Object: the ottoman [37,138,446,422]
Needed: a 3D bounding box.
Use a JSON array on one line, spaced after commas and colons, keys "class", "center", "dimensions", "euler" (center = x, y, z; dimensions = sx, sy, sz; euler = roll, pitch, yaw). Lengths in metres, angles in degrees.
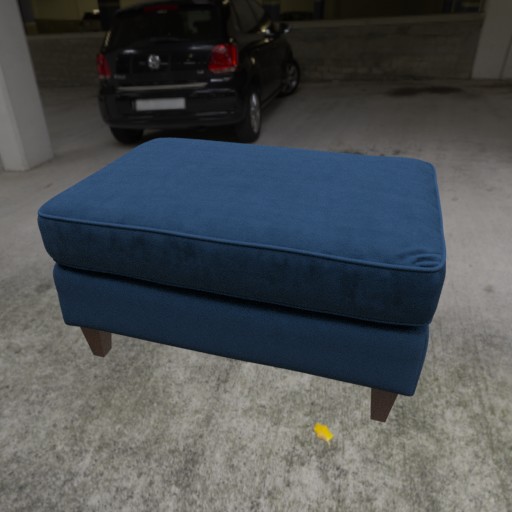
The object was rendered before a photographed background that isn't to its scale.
[{"class": "ottoman", "center": [0.000, 0.000, 1.182], "dimensions": [0.862, 0.484, 0.583], "euler": [9, 32, 14]}]
